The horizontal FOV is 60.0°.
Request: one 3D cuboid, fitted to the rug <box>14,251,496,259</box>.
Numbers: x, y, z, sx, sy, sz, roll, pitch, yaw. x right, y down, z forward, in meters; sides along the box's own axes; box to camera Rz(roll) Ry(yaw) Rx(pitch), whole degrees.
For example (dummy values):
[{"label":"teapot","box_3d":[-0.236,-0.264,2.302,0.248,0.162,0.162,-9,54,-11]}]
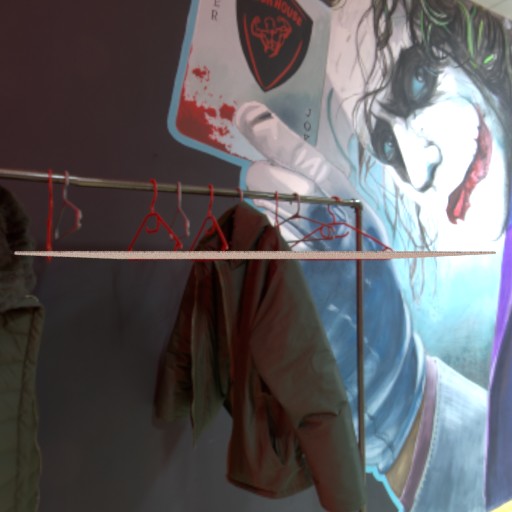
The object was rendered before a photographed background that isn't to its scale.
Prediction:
[{"label":"rug","box_3d":[0.000,0.000,2.854,2.280,0.015,1.521,0,-1,1]}]
